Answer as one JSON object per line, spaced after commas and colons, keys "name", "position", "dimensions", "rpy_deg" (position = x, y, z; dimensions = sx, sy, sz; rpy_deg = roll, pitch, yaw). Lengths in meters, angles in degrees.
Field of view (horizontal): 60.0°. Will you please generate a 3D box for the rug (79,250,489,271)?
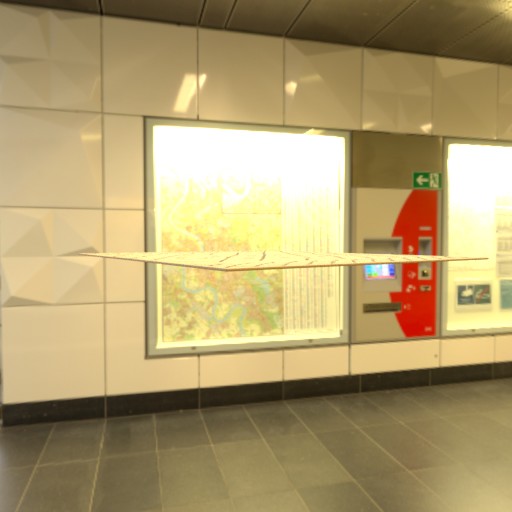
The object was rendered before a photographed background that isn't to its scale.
{"name": "rug", "position": [0.000, 0.000, 4.104], "dimensions": [2.446, 0.015, 3.046], "rpy_deg": [-1, 2, -34]}
